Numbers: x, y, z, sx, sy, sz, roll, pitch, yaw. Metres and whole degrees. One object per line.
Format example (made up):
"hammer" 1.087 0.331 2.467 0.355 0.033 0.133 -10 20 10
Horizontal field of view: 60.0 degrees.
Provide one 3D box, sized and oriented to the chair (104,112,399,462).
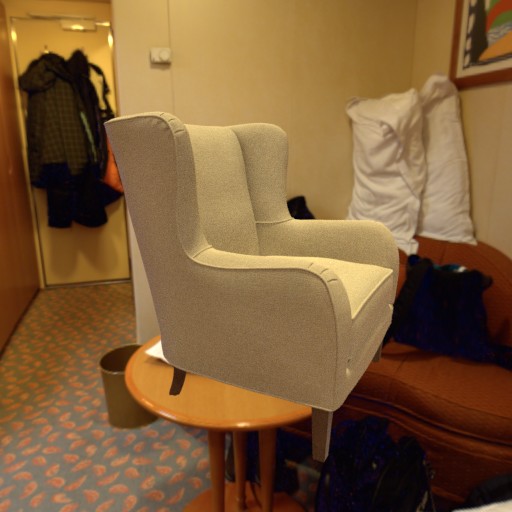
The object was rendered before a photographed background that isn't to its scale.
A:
"chair" 0.000 0.000 1.735 0.966 1.040 0.838 7 15 27
